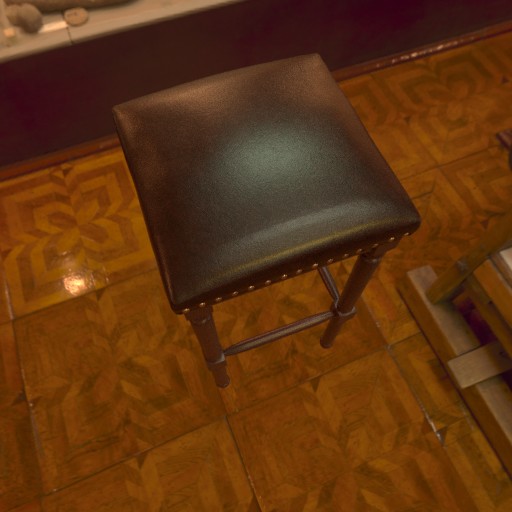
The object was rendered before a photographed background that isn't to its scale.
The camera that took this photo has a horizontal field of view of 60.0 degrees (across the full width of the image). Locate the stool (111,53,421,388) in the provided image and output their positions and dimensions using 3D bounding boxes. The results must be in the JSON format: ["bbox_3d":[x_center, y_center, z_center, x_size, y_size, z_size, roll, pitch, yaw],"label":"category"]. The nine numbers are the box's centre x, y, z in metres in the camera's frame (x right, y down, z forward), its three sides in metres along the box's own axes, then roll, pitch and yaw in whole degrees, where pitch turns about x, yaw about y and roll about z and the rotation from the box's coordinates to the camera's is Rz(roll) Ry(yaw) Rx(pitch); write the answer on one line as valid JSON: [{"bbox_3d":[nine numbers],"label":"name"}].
[{"bbox_3d":[0.000,0.000,0.988,0.383,0.768,0.382,-18,65,-9],"label":"stool"}]
